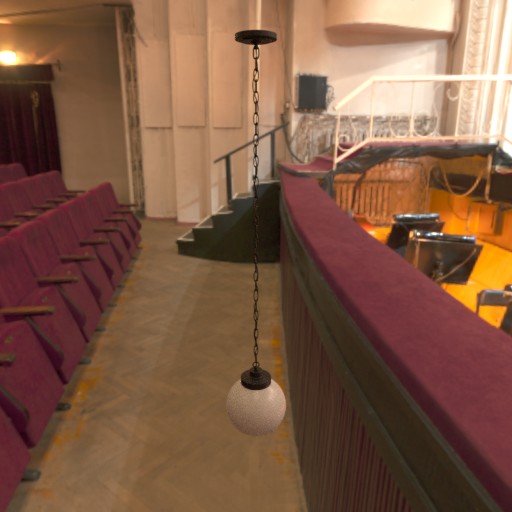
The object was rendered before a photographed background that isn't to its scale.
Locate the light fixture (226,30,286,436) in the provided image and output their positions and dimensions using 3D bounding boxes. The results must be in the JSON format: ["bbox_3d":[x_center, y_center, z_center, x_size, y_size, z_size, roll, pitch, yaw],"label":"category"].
[{"bbox_3d":[0.000,0.000,2.048,0.305,1.867,0.304,-2,15,-7],"label":"light fixture"}]
